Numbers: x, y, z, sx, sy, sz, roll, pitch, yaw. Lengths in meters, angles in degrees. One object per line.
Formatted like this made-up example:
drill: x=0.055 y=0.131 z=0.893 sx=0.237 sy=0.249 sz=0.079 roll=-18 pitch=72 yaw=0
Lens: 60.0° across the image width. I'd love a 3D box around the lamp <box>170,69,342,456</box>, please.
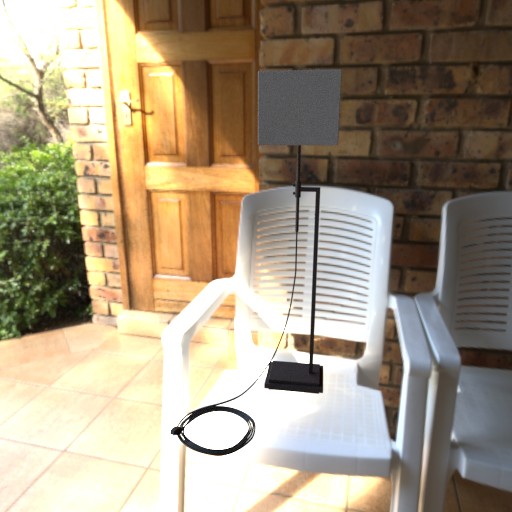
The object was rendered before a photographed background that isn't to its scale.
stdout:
lamp: x=0.000 y=0.000 z=2.039 sx=0.698 sy=1.600 sz=0.774 roll=2 pitch=17 yaw=8
